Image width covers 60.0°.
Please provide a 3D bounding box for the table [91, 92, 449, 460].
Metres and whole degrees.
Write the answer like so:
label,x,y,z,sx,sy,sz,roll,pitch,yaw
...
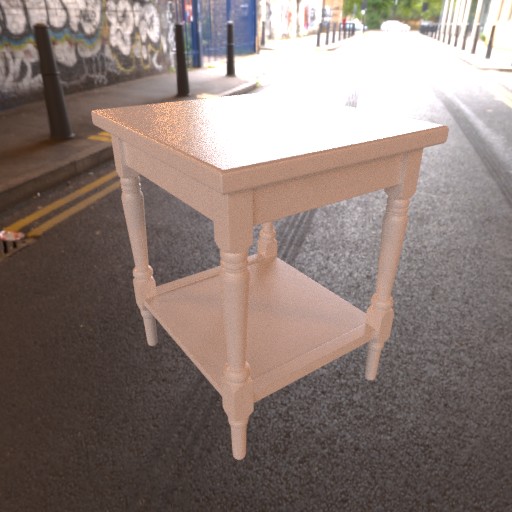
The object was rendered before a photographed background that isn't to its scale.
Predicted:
label,x,y,z,sx,sy,sz,roll,pitch,yaw
table,0.000,0.000,0.929,0.442,0.565,0.488,-18,33,-31
